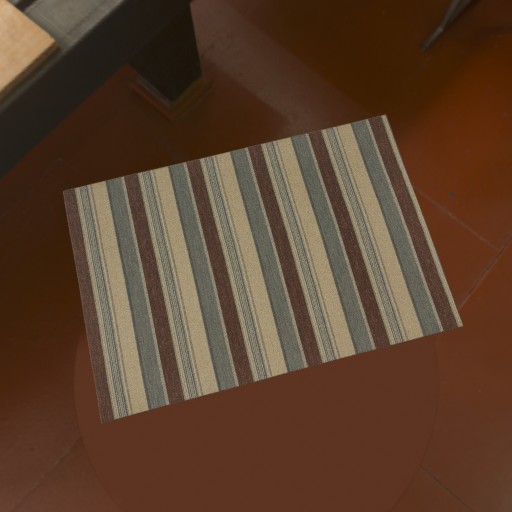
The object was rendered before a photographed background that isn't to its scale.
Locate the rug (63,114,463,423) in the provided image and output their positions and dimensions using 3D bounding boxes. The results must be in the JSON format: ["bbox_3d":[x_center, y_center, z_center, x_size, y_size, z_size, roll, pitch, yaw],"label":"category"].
[{"bbox_3d":[0.000,0.000,2.297,1.829,0.008,1.219,-14,77,-3],"label":"rug"}]
